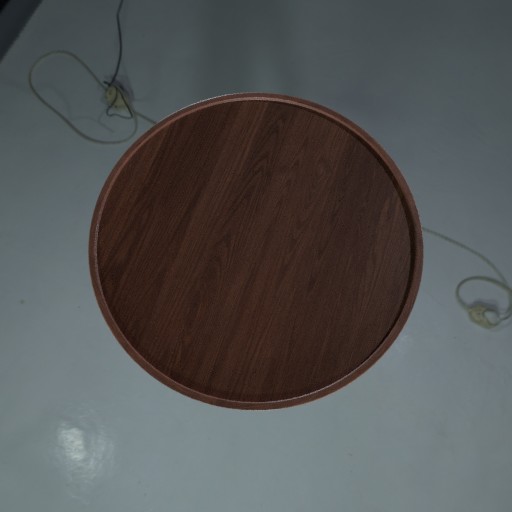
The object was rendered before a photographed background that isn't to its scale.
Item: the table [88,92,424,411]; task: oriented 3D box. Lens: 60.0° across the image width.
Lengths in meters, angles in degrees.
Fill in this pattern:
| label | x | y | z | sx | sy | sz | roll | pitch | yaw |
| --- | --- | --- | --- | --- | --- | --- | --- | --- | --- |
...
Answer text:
| label | x | y | z | sx | sy | sz | roll | pitch | yaw |
| --- | --- | --- | --- | --- | --- | --- | --- | --- | --- |
| table | 0.000 | 0.000 | 1.234 | 0.800 | 0.360 | 0.800 | 0 | 73 | 0 |
